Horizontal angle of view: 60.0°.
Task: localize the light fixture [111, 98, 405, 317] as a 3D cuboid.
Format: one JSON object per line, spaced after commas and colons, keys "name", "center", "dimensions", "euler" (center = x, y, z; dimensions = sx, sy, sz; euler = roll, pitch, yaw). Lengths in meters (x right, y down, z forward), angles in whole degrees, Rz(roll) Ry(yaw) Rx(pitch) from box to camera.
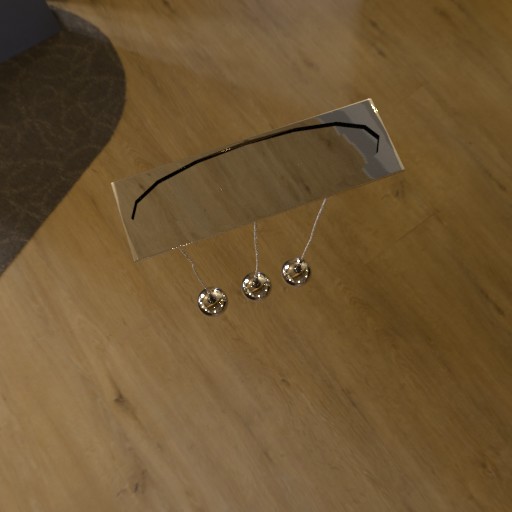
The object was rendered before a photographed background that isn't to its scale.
{"name": "light fixture", "center": [0.000, 0.000, 1.643], "dimensions": [0.623, 1.408, 0.188], "euler": [-19, 77, -5]}
